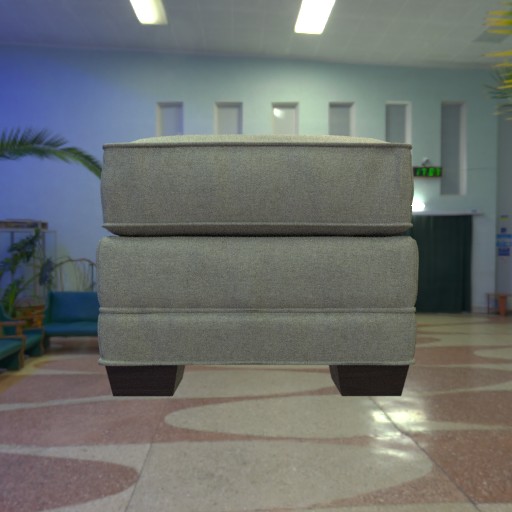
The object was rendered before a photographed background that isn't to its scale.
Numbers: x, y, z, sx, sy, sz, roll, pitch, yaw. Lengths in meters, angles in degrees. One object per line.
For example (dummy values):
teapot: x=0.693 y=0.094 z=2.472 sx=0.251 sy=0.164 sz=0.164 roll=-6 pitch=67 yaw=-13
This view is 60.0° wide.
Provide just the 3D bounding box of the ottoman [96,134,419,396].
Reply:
ottoman: x=0.000 y=0.000 z=1.209 sx=0.611 sy=0.508 sz=0.848 roll=0 pitch=1 yaw=0
